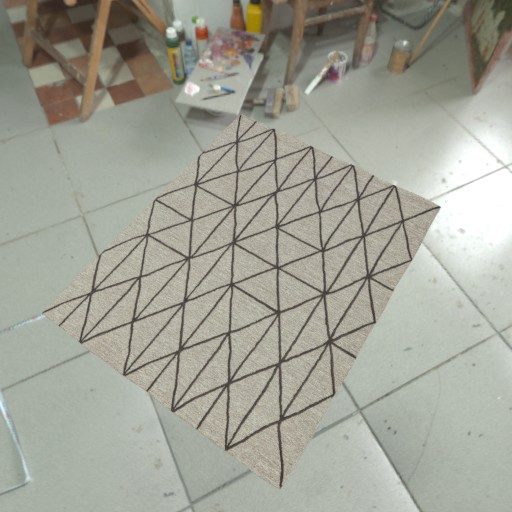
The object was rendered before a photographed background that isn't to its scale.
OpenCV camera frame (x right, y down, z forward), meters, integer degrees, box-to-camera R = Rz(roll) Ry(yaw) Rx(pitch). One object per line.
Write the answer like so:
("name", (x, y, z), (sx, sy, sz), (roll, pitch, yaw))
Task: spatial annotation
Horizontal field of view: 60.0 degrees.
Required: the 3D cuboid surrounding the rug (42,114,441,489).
("rug", (0.000, 0.000, 4.146), (2.468, 0.022, 3.061), (30, 63, 17))
